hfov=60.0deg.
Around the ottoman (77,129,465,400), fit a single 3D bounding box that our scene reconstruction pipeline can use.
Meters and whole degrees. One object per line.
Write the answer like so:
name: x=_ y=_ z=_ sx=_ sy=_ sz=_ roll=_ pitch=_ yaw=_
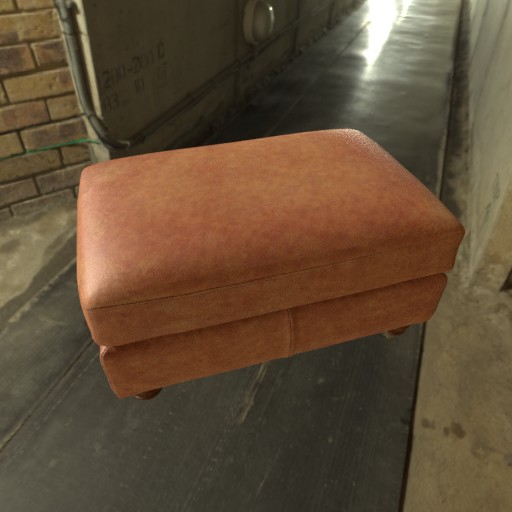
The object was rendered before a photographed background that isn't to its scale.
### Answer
ottoman: x=0.000 y=0.000 z=1.202 sx=0.852 sy=0.507 sz=0.565 roll=-11 pitch=42 yaw=-13
